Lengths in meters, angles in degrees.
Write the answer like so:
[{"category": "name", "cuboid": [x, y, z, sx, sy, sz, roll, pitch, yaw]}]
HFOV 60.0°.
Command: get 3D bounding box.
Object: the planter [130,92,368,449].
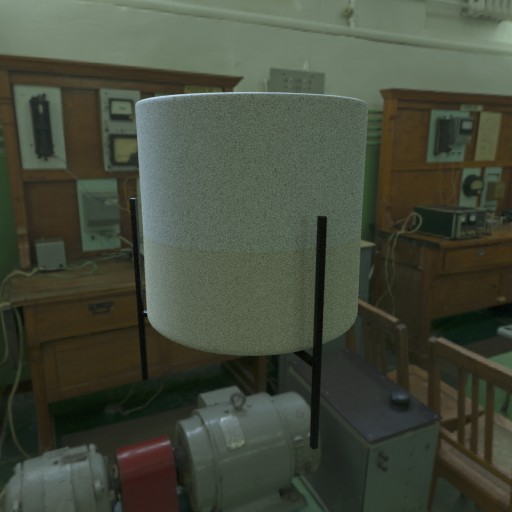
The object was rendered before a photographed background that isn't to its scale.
[{"category": "planter", "cuboid": [0.000, 0.000, 0.648, 0.313, 0.423, 0.335, -7, 16, -26]}]
